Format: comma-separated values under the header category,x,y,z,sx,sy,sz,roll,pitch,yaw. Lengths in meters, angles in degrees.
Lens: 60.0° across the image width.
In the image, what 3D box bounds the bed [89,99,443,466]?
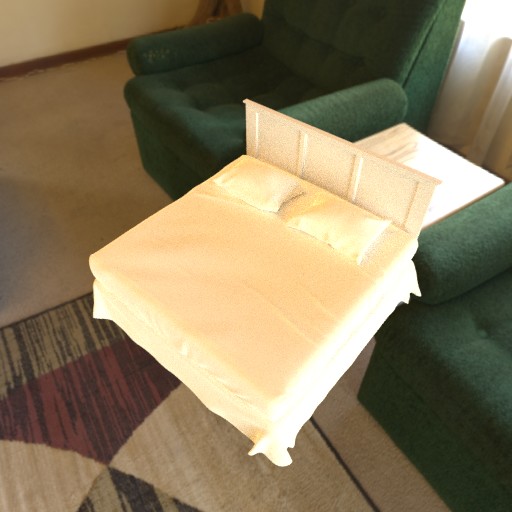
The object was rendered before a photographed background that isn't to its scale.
category,x,y,z,sx,sy,sz,roll,pitch,yaw
bed,0.000,0.000,3.720,2.317,1.273,2.215,32,54,26
